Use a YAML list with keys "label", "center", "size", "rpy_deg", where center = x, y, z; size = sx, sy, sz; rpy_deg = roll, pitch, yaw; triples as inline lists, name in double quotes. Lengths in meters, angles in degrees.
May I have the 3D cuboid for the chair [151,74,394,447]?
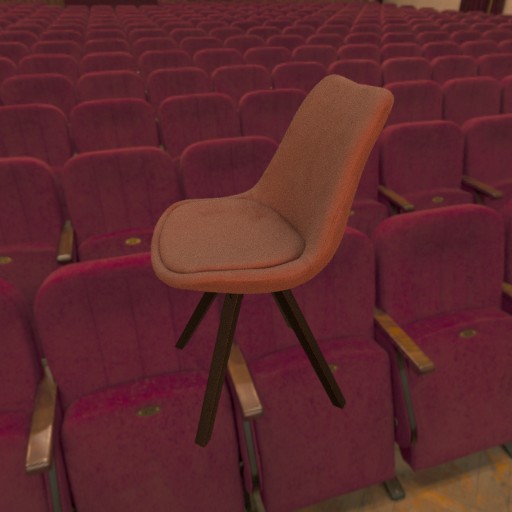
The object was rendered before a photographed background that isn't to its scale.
- label: "chair"
  center: [0.000, 0.000, 1.194]
  size: [0.547, 0.865, 0.483]
  rpy_deg: [-8, 31, -14]
